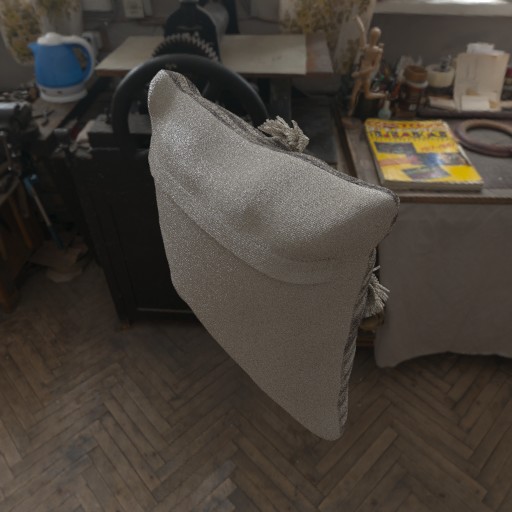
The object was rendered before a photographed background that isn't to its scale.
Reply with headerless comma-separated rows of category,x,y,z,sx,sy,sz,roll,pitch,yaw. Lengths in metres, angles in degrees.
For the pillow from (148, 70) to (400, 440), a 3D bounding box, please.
pillow,0.000,0.000,0.738,0.234,0.490,0.484,-27,48,-27
